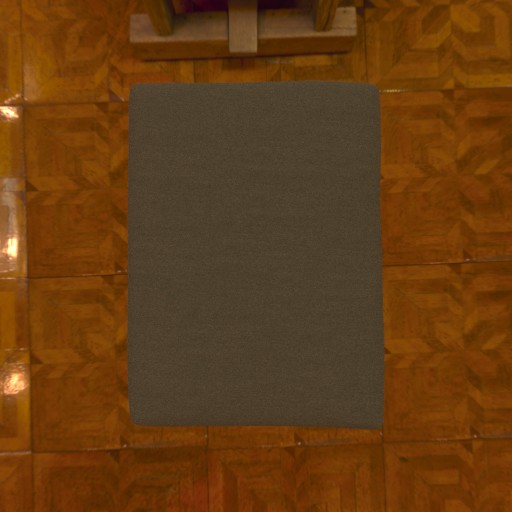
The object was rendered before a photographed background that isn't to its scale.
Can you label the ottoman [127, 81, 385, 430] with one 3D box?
[{"bbox_3d":[0.000,0.000,1.169,0.569,0.500,0.771,0,89,0],"label":"ottoman"}]
